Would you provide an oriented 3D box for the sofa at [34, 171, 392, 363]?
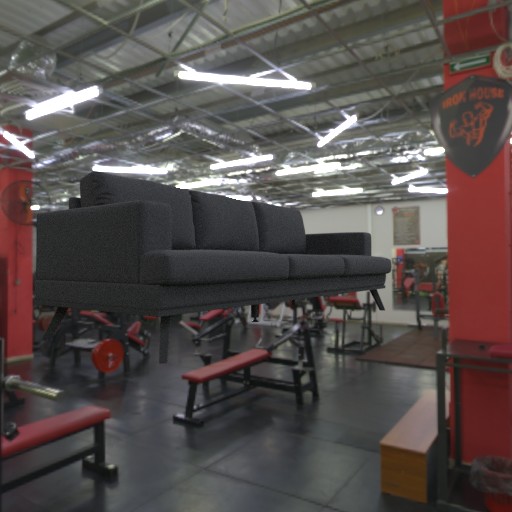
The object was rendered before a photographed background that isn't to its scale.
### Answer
[{"bbox_3d":[0.000,0.000,2.743,0.920,0.810,2.310,-1,-1,36],"label":"sofa"}]
